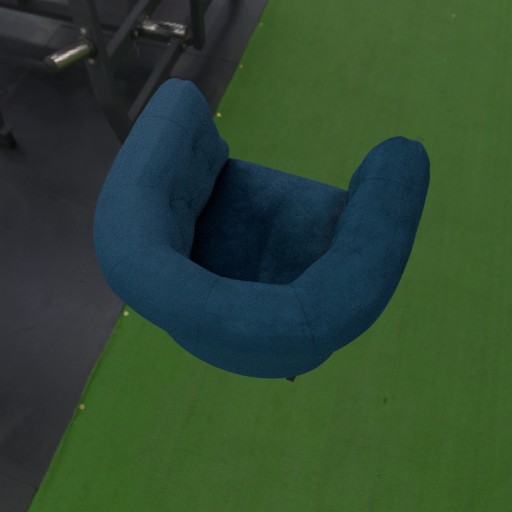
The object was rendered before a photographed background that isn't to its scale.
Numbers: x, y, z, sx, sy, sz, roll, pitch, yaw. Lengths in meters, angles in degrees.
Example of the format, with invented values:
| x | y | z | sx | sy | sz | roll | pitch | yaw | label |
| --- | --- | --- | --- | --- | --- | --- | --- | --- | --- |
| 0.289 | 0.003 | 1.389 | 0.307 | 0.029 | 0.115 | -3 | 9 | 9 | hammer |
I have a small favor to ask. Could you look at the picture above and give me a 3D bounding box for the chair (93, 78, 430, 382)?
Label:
| x | y | z | sx | sy | sz | roll | pitch | yaw | label |
| --- | --- | --- | --- | --- | --- | --- | --- | --- | --- |
| 0.000 | 0.000 | 1.549 | 0.904 | 0.826 | 0.851 | 18 | 64 | 9 | chair |
